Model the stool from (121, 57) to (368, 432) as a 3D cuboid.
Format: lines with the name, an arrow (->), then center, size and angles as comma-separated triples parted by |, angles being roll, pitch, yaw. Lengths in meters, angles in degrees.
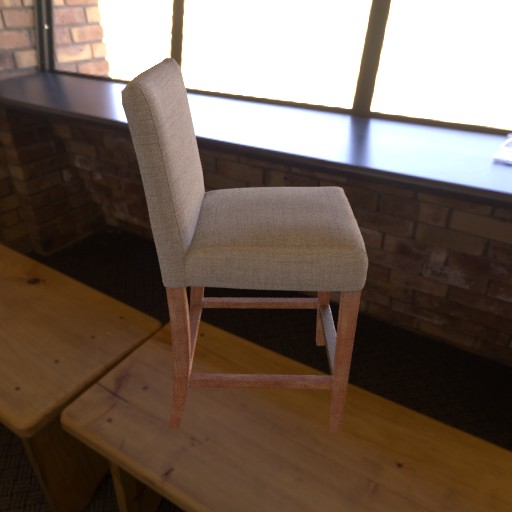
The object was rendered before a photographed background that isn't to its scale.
stool -> 0.000, 0.000, 1.317 | 0.567, 1.039, 0.454 | 0, 31, 0
